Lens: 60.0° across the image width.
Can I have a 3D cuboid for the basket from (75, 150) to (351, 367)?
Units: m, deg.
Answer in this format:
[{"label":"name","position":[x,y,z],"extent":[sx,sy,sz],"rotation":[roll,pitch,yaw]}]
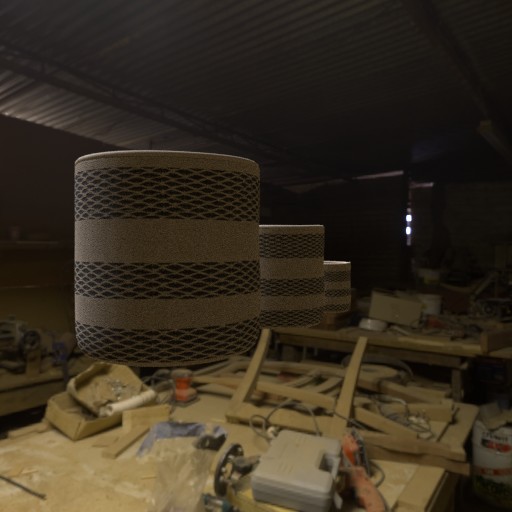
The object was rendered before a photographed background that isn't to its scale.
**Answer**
[{"label":"basket","position":[0.000,0.000,1.096],"extent":[0.351,0.356,0.917],"rotation":[1,1,36]}]
